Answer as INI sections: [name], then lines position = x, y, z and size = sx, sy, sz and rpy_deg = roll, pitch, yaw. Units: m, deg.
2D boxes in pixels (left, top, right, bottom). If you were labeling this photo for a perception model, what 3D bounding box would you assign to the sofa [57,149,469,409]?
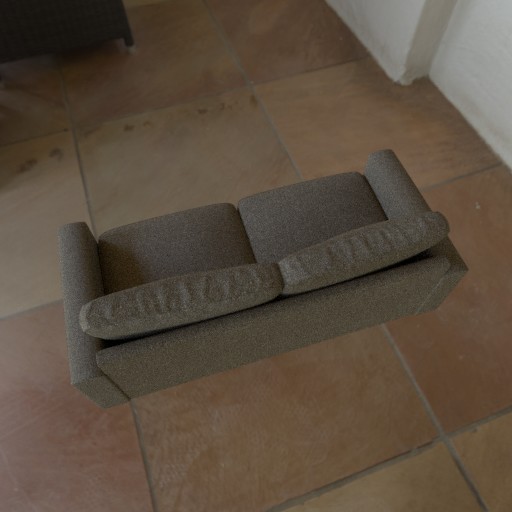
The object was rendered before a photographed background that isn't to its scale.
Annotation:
[sofa]
position = 0.000, 0.000, 2.645
size = 2.179, 0.873, 1.016
rpy_deg = -15, 60, -9
